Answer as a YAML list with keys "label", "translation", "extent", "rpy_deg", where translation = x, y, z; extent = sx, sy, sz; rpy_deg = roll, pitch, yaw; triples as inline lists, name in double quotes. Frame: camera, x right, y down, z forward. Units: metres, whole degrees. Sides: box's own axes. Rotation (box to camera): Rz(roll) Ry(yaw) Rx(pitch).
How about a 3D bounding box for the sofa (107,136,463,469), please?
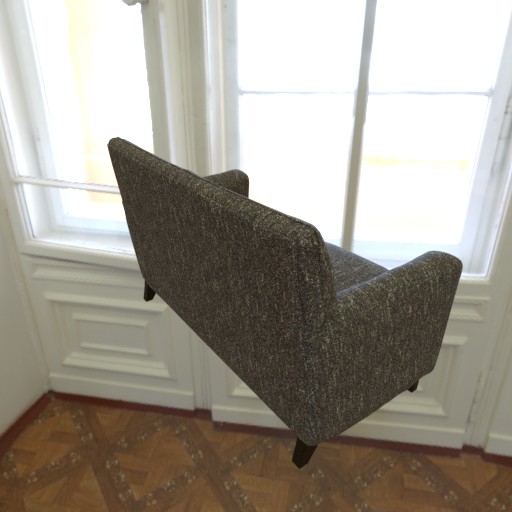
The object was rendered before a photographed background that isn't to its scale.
- label: "sofa"
  translation: [0.000, 0.000, 2.027]
  extent: [0.801, 0.946, 1.519]
  rpy_deg: [-18, 31, -31]
